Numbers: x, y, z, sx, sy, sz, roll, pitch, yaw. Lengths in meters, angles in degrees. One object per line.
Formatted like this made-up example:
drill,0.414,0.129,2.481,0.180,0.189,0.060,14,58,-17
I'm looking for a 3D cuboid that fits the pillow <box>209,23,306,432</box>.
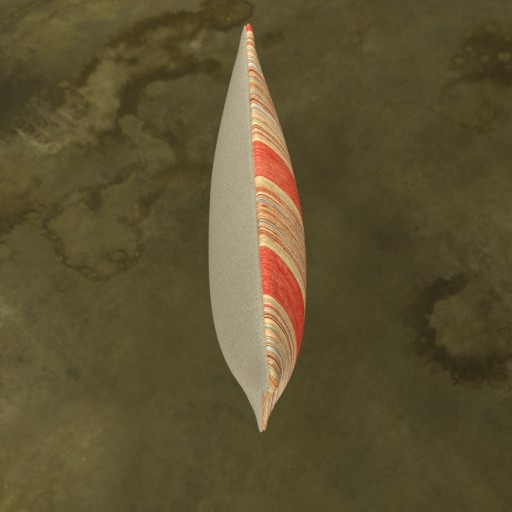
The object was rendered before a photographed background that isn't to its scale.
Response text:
pillow,0.000,0.000,0.628,0.136,0.419,0.437,-3,64,-1
